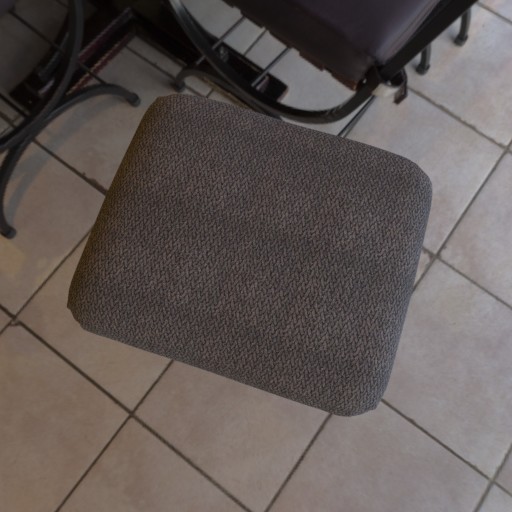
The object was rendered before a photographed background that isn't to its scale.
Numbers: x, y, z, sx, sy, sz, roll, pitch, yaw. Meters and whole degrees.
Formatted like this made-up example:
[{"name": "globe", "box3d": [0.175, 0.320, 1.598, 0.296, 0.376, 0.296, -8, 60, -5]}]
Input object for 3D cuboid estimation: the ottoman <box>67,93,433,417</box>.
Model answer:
[{"name": "ottoman", "box3d": [0.000, 0.000, 1.155, 0.747, 0.450, 0.622, 17, 76, 4]}]
